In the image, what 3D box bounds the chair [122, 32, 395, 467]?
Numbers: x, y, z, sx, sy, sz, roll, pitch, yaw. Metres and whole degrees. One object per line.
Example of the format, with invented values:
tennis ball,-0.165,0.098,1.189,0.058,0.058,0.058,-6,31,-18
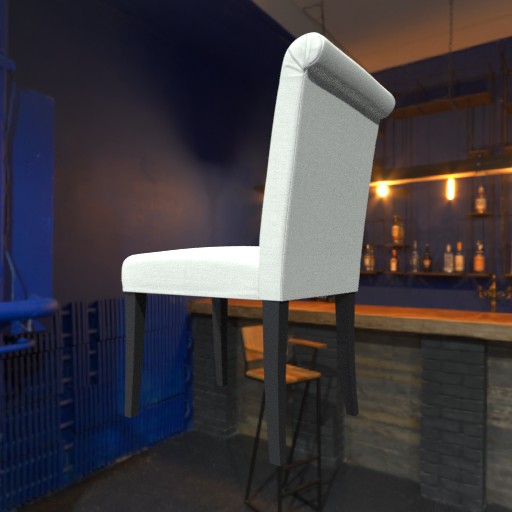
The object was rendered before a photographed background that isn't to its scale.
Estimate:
chair,0.000,0.000,1.331,0.708,0.976,0.452,-1,-1,37
